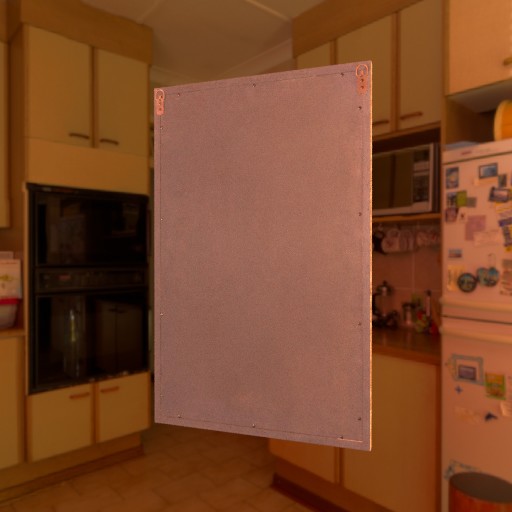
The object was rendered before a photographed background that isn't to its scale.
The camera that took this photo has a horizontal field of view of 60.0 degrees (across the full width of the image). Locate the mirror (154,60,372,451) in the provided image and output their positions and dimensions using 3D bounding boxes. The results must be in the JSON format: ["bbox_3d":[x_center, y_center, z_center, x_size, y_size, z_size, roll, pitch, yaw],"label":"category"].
[{"bbox_3d":[0.000,0.000,0.980,0.495,0.787,0.058,0,0,18],"label":"mirror"}]
